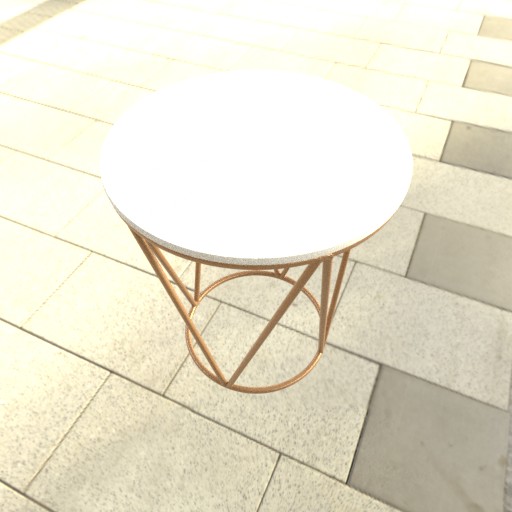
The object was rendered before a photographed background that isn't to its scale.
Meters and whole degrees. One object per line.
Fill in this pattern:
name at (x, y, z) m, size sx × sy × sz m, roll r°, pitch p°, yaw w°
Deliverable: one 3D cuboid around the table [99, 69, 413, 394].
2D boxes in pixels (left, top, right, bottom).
table at (0.000, 0.000, 0.937) m, size 0.500 × 0.564 × 0.500 m, roll 0°, pitch 49°, yaw 0°
